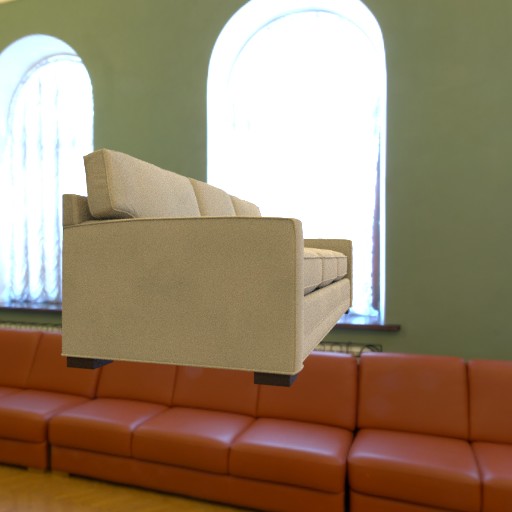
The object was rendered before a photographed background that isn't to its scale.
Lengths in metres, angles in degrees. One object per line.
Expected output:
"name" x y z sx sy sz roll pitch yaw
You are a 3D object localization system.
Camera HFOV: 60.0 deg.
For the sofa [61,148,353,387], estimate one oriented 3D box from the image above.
"sofa" 0.000 0.000 2.564 0.935 0.862 2.088 0 0 17
